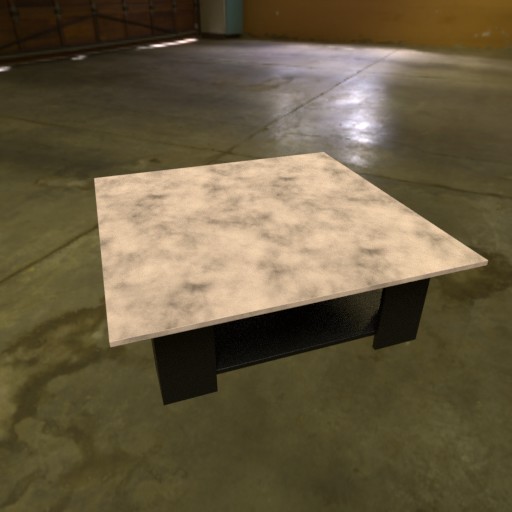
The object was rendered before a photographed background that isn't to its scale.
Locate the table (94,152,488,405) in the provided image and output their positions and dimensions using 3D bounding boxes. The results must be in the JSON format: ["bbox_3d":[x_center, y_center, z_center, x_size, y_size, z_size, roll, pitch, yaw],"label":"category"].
[{"bbox_3d":[0.000,0.000,1.393,0.890,0.305,0.890,-10,32,-16],"label":"table"}]
